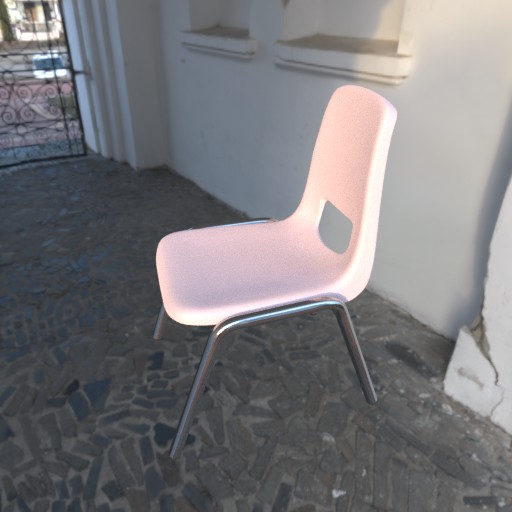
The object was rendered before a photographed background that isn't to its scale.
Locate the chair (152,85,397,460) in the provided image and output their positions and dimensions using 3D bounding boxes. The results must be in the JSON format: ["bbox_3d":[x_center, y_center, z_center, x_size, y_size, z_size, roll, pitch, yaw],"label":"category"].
[{"bbox_3d":[0.000,0.000,0.840,0.423,0.586,0.354,-8,31,-14],"label":"chair"}]
